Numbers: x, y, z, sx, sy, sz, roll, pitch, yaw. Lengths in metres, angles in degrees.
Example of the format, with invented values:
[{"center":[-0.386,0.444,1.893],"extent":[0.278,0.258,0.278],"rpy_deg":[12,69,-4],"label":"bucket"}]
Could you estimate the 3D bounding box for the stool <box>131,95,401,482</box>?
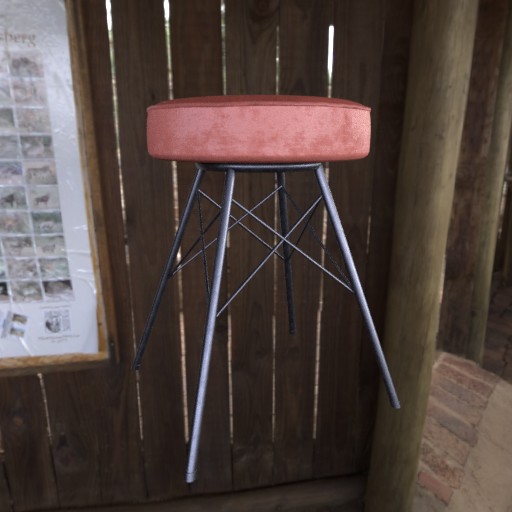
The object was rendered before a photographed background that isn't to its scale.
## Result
[{"center":[0.000,0.000,0.900],"extent":[0.457,0.593,0.421],"rpy_deg":[-7,16,-26],"label":"stool"}]
